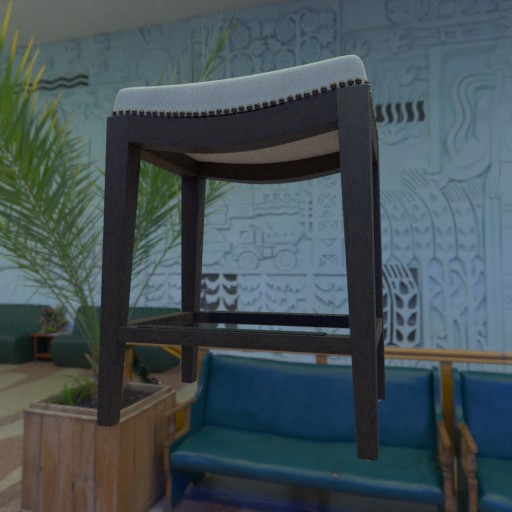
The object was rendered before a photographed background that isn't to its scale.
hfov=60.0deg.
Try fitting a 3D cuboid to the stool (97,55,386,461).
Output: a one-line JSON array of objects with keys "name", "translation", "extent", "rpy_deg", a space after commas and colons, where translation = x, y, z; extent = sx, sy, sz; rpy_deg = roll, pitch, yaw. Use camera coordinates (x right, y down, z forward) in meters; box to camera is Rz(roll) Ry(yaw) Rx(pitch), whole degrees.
[{"name": "stool", "translation": [0.000, 0.000, 0.921], "extent": [0.500, 0.642, 0.361], "rpy_deg": [-1, -2, 18]}]
